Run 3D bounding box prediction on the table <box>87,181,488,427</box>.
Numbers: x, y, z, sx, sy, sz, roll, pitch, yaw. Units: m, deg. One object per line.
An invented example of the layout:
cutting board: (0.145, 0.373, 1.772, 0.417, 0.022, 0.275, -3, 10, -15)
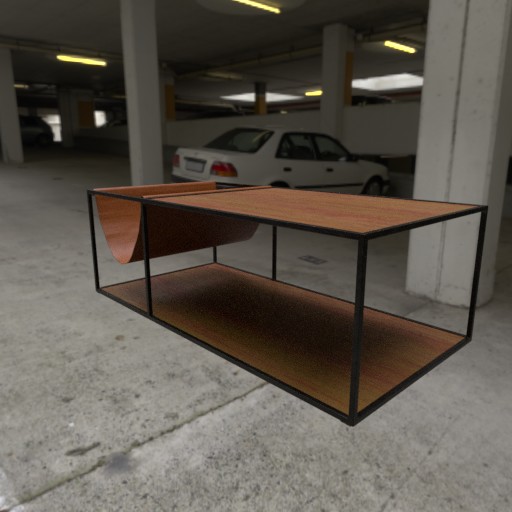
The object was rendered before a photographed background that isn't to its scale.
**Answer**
table: (0.000, 0.000, 1.469, 0.597, 0.403, 1.199, -13, 19, -42)
